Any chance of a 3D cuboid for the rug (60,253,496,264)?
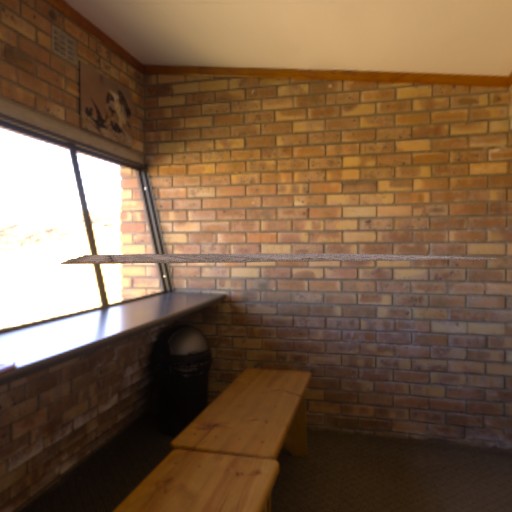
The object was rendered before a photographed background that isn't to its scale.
[{"bbox_3d":[0.000,0.000,3.244,2.455,0.025,1.964,0,1,-18],"label":"rug"}]
